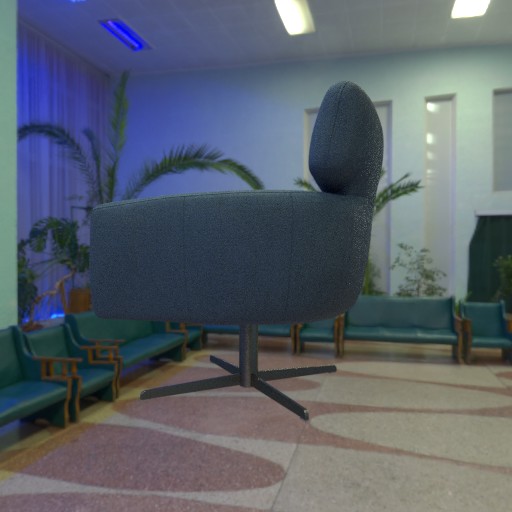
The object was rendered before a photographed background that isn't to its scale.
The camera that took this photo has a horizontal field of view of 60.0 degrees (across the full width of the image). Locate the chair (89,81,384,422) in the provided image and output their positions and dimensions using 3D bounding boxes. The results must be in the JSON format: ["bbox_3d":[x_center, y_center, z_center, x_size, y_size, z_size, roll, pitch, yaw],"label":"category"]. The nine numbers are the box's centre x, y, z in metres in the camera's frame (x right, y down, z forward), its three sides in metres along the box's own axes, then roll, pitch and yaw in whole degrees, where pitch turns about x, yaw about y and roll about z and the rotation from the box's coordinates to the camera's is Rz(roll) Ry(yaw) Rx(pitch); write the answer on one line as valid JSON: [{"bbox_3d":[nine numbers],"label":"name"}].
[{"bbox_3d":[0.000,0.000,1.381,0.761,0.813,0.738,0,1,19],"label":"chair"}]
